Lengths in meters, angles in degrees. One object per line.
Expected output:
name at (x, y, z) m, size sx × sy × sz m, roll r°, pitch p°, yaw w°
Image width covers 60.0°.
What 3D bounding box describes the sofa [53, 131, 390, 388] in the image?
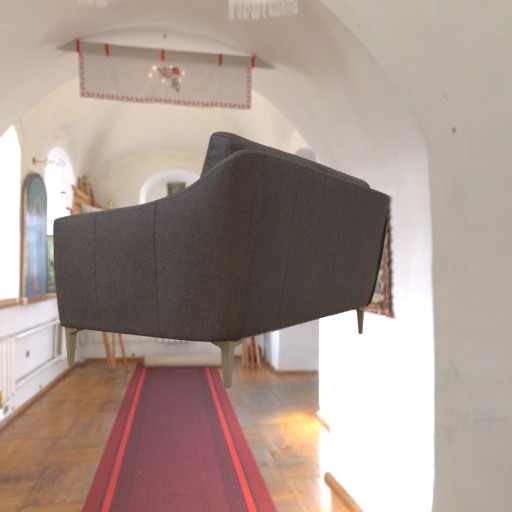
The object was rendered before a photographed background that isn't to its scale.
sofa at (0.000, 0.000, 2.218) m, size 0.960 × 0.902 × 1.619 m, roll 0°, pitch 0°, yaw 34°
